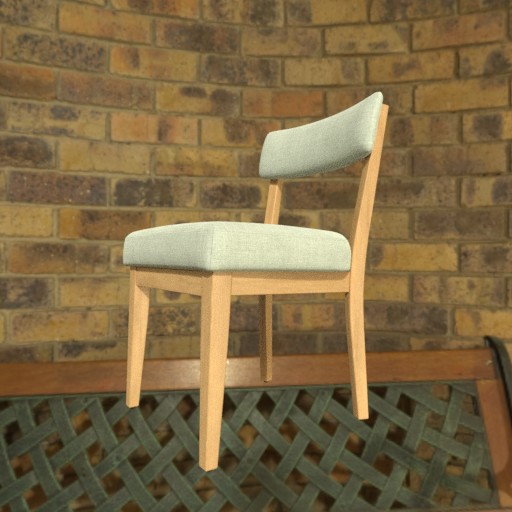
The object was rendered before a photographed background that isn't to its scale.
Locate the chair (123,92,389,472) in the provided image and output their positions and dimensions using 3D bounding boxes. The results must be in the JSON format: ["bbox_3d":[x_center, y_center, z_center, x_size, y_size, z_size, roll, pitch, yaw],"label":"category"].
[{"bbox_3d":[0.000,0.000,1.185,0.572,0.832,0.508,0,0,-35],"label":"chair"}]
